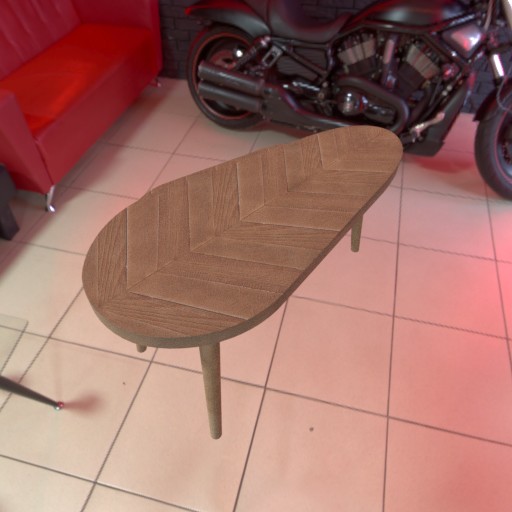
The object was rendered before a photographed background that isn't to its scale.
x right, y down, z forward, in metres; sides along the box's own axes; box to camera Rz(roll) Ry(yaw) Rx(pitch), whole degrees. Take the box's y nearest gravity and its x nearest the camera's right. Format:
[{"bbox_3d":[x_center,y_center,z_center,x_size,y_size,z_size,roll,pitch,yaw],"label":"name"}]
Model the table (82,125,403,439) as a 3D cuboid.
[{"bbox_3d":[0.000,0.000,1.593,1.190,0.595,0.701,-34,55,-28],"label":"table"}]
